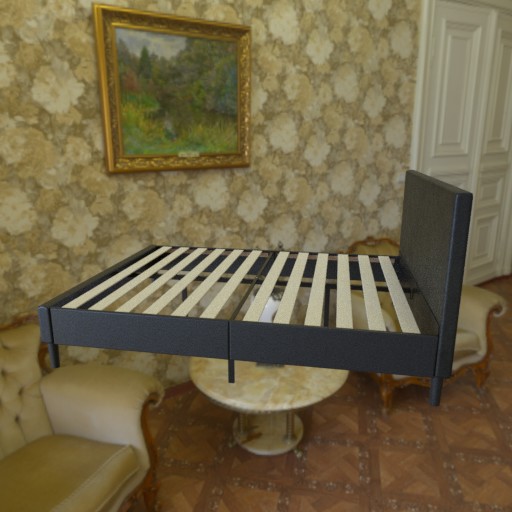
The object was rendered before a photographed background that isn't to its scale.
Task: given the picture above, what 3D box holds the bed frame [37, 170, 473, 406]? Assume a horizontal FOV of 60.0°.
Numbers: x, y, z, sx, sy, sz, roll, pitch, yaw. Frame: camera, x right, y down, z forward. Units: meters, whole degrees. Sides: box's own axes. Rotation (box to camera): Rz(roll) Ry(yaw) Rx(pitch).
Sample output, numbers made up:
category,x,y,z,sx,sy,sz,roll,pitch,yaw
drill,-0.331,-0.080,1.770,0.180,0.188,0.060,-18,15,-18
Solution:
category,x,y,z,sx,sy,sz,roll,pitch,yaw
bed frame,0.000,0.000,3.134,2.318,1.127,1.634,3,15,10
